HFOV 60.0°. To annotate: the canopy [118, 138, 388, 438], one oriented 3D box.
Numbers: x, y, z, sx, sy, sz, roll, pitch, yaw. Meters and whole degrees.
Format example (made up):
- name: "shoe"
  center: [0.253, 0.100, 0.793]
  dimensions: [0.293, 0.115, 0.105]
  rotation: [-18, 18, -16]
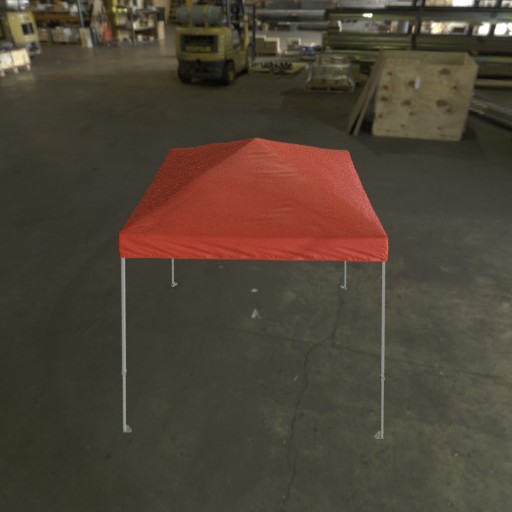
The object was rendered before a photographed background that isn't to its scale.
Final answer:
- name: "canopy"
  center: [0.000, 0.000, 5.311]
  dimensions: [2.850, 2.850, 2.849]
  rotation: [1, 31, 1]
